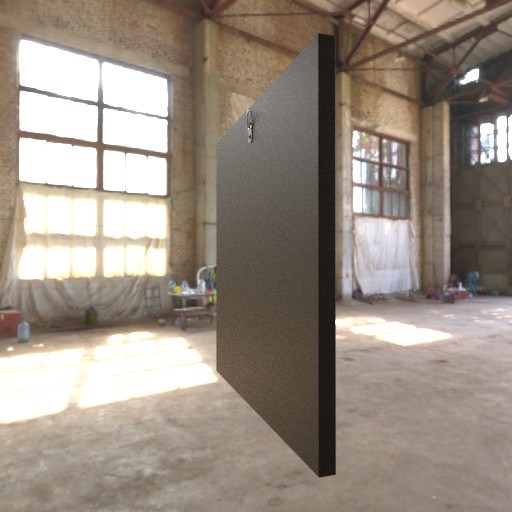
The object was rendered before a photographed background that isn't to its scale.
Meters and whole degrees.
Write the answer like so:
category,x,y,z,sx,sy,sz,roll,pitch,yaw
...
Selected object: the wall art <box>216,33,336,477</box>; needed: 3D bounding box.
category,x,y,z,sx,sy,sz,roll,pitch,yaw
wall art,0.000,0.000,1.189,0.043,0.807,0.805,0,0,-18
